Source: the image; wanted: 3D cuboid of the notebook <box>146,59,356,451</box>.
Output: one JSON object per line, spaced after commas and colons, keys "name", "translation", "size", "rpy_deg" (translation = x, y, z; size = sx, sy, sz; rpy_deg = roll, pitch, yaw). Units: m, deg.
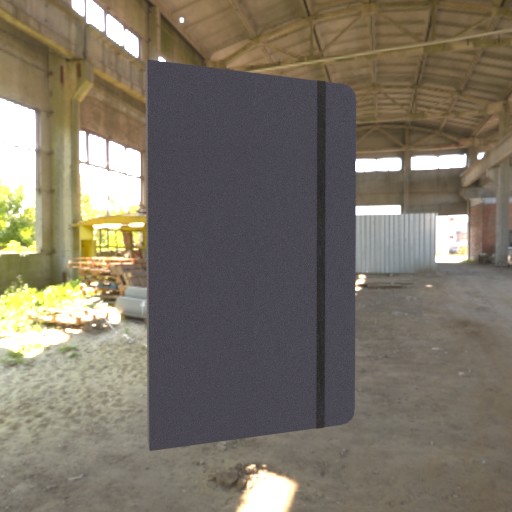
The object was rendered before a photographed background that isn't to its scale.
{"name": "notebook", "translation": [0.000, 0.000, 0.266], "size": [0.127, 0.213, 0.016], "rpy_deg": [0, 1, -18]}
